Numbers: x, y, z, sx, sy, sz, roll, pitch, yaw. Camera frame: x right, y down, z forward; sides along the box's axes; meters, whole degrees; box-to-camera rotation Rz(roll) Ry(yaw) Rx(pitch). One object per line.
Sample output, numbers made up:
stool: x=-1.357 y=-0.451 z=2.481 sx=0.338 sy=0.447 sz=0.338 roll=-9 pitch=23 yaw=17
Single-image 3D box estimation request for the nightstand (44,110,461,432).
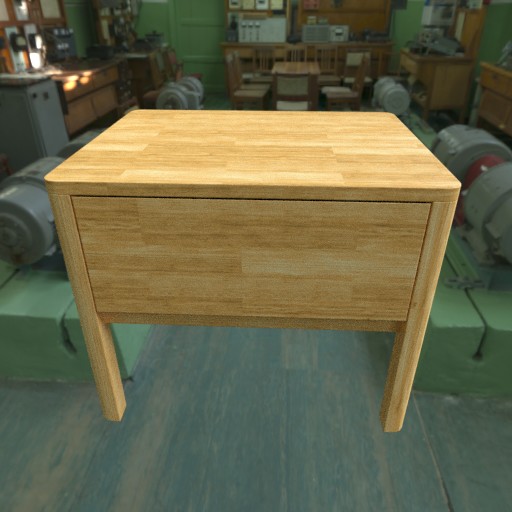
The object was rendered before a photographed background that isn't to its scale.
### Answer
nightstand: x=0.000 y=0.000 z=0.886 sx=0.560 sy=0.470 sz=0.440 roll=1 pitch=30 yaw=2
